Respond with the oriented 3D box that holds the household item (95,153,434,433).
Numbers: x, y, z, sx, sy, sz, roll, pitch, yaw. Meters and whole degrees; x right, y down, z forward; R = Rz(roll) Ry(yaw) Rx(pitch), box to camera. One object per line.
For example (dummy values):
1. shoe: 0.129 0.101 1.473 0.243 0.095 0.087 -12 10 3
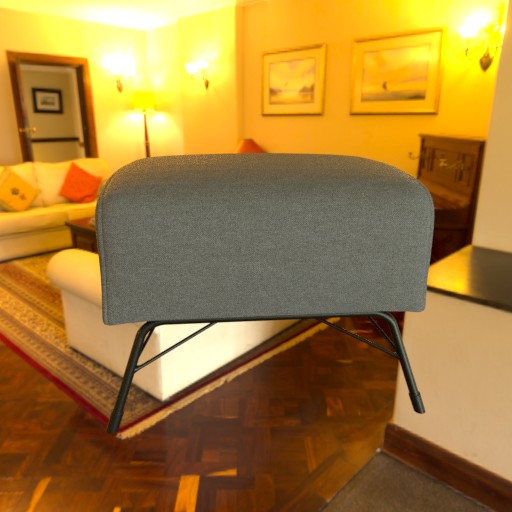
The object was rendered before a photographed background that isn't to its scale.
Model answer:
1. household item: 0.000 0.000 0.915 0.530 0.410 0.530 -2 17 -5
